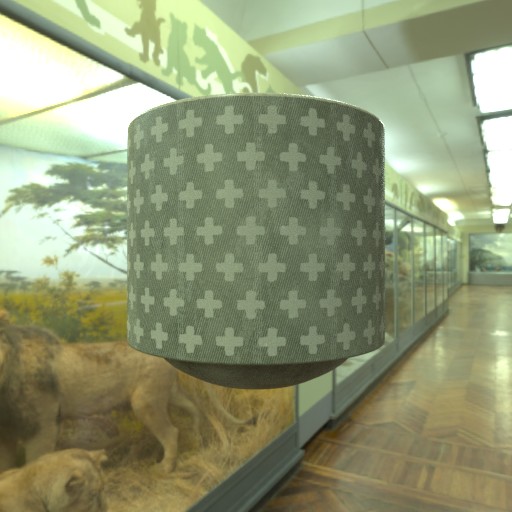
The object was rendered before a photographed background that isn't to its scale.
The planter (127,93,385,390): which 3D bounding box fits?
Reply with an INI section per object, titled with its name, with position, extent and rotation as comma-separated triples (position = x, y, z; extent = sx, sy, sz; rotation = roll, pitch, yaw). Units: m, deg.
[planter]
position = 0.000, 0.000, 0.340
extent = 0.190, 0.181, 0.190
rotation = 0, 0, 0
